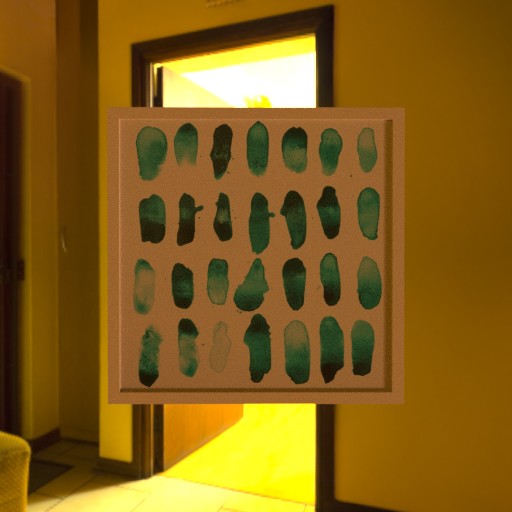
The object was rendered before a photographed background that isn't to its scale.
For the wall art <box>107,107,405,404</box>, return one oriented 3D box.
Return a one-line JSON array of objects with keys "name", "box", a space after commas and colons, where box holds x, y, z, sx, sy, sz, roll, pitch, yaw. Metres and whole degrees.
[{"name": "wall art", "box": [0.000, 0.000, 0.686, 0.456, 0.457, 0.009, 0, 0, 0]}]
